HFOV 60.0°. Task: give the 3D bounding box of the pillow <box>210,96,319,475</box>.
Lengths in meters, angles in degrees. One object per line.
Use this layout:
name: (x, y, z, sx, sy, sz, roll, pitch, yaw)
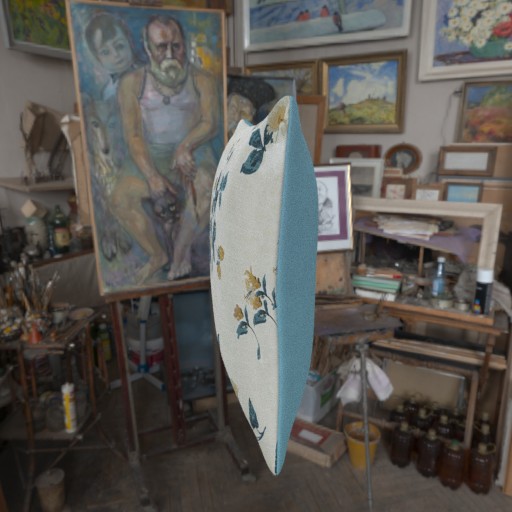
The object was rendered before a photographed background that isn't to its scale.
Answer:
pillow: (0.000, 0.000, 0.813, 0.166, 0.507, 0.526, -2, 14, -7)
